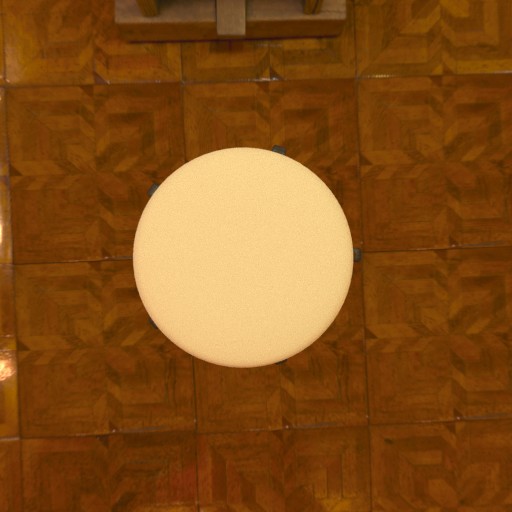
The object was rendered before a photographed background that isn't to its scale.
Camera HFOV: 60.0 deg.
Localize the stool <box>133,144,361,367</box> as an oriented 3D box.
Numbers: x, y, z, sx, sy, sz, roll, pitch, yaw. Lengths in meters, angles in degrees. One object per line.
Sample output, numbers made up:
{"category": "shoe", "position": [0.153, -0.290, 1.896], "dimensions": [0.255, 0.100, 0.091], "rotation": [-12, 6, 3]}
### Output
{"category": "stool", "position": [0.000, 0.000, 1.057], "dimensions": [0.614, 0.482, 0.634], "rotation": [0, 91, -1]}
